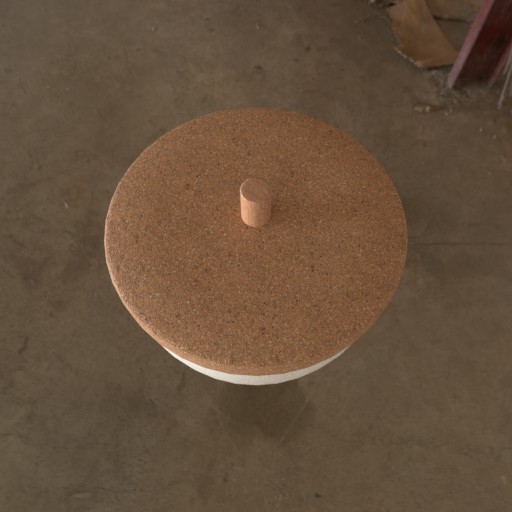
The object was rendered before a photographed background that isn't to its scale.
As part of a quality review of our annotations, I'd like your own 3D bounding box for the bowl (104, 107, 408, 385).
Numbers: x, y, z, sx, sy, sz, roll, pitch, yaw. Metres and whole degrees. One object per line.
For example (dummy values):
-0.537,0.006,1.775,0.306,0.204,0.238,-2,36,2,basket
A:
0.000,0.000,0.216,0.126,0.110,0.126,0,63,0,bowl
